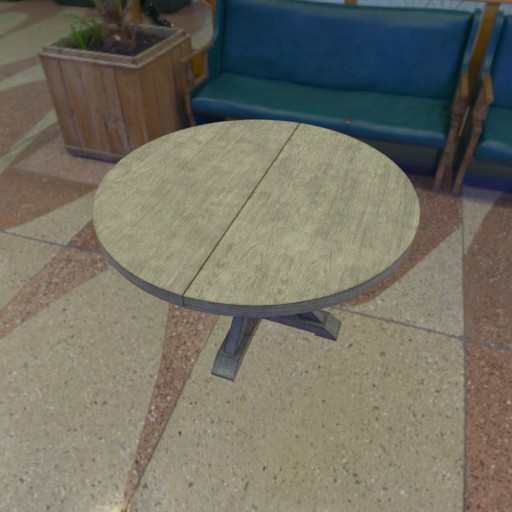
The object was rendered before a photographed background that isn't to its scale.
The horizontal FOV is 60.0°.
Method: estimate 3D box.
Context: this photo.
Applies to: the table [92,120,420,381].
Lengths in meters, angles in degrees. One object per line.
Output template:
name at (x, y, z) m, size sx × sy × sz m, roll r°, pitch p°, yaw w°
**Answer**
table at (0.000, 0.000, 2.161) m, size 1.363 × 0.781 × 1.363 m, roll 0°, pitch 41°, yaw 0°
